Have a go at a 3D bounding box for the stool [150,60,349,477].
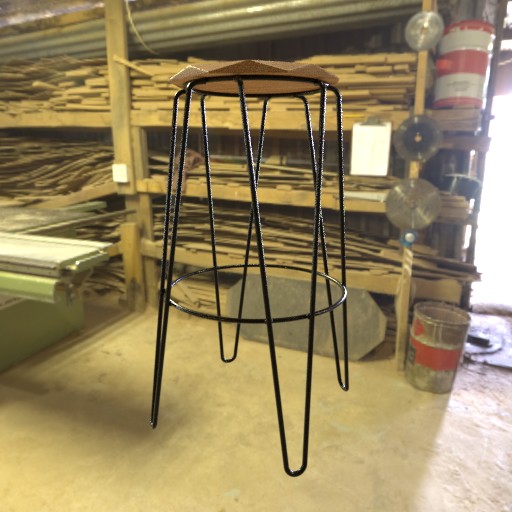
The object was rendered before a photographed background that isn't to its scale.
[{"bbox_3d":[0.000,0.000,0.797,0.326,0.610,0.326,7,15,26],"label":"stool"}]
